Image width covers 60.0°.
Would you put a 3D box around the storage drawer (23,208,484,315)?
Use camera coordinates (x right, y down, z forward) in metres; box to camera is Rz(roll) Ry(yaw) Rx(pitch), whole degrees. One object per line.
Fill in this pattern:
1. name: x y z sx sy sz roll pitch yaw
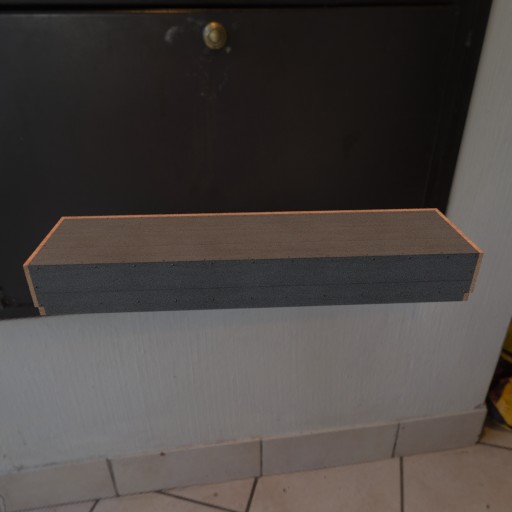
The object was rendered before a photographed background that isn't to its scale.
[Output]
1. storage drawer: 0.000 0.000 2.247 2.032 0.264 0.538 -2 29 -3
